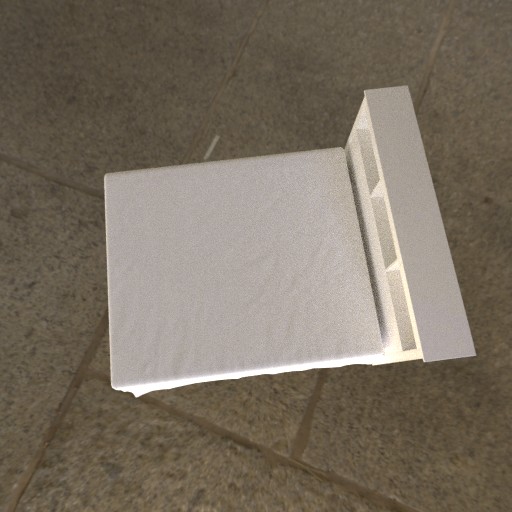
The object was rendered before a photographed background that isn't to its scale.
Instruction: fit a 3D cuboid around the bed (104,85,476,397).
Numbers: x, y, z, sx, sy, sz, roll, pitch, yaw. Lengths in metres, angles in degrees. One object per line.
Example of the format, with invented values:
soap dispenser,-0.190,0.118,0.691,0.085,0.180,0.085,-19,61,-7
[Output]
bed,0.000,0.000,3.049,2.133,1.092,1.671,-7,74,-2
